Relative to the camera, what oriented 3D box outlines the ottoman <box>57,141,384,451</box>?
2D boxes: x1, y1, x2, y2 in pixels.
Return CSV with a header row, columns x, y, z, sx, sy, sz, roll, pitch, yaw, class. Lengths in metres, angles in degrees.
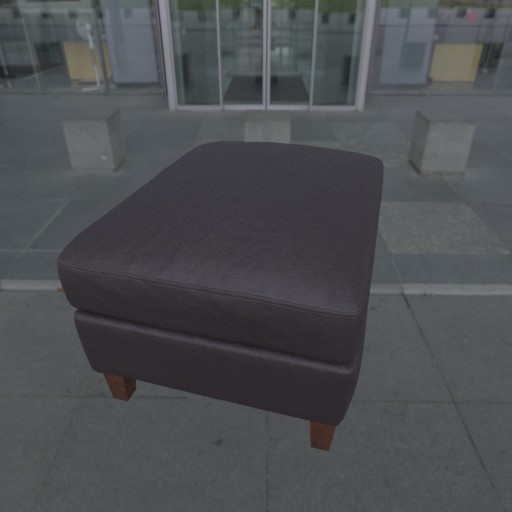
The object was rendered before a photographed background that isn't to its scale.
x,y,z,sx,sy,sz,roll,pitch,yaw,class
0.000,0.000,1.281,0.659,0.529,0.887,9,32,14,ottoman
